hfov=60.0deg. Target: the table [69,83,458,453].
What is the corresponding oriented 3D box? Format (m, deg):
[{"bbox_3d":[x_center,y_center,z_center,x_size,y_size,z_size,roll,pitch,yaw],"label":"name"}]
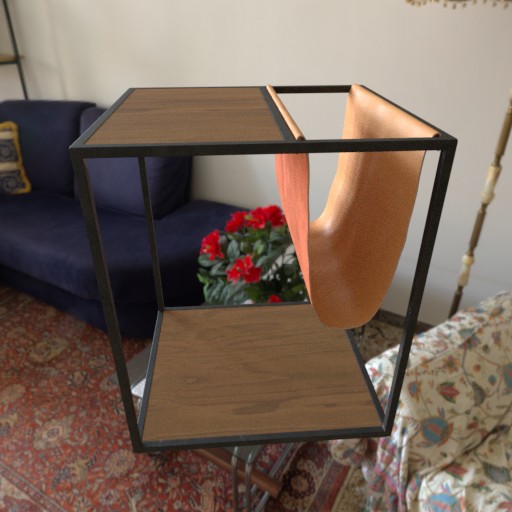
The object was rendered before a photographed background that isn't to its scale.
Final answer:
[{"bbox_3d":[0.000,0.000,0.813,0.450,0.536,0.399,-2,30,-4],"label":"table"}]
